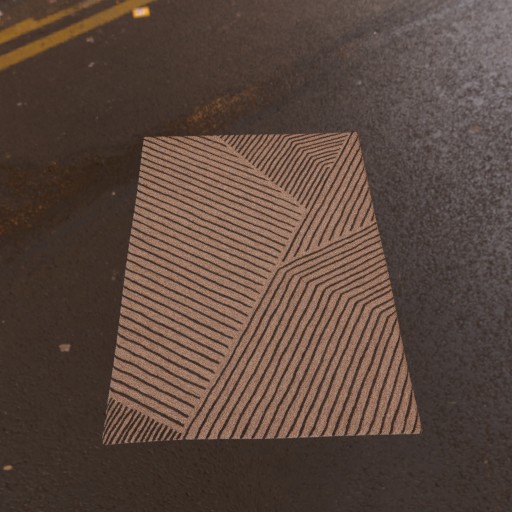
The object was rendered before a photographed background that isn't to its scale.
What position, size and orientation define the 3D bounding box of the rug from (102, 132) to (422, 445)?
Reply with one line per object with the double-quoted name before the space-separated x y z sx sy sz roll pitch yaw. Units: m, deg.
"rug" 0.000 0.000 3.158 1.829 0.028 2.449 -2 58 -1
